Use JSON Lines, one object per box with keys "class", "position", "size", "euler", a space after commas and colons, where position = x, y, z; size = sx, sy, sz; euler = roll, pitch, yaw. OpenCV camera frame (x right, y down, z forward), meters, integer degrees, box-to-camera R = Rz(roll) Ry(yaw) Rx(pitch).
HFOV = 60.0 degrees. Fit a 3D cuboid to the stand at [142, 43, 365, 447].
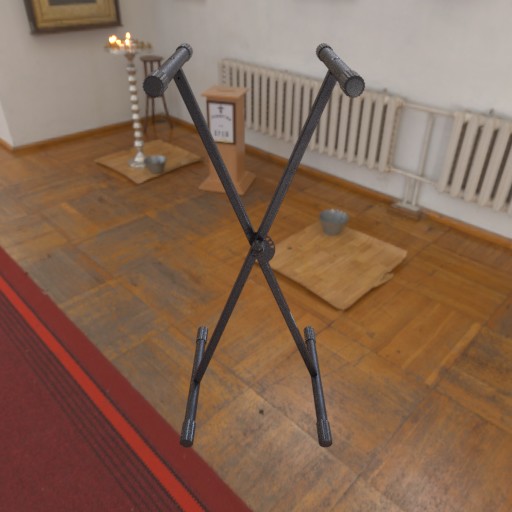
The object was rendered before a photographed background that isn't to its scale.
{"class": "stand", "position": [0.000, 0.000, 1.131], "size": [0.409, 0.940, 0.449], "euler": [0, 32, 0]}
